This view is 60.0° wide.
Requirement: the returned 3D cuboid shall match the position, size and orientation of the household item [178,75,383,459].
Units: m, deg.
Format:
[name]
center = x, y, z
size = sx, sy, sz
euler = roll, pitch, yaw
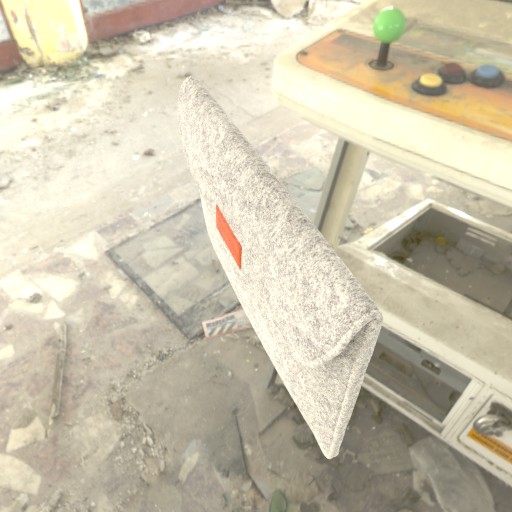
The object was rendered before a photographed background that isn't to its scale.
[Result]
[household item]
center = 0.000, 0.000, 0.429
size = 0.057, 0.221, 0.335
euler = -17, 48, -16
